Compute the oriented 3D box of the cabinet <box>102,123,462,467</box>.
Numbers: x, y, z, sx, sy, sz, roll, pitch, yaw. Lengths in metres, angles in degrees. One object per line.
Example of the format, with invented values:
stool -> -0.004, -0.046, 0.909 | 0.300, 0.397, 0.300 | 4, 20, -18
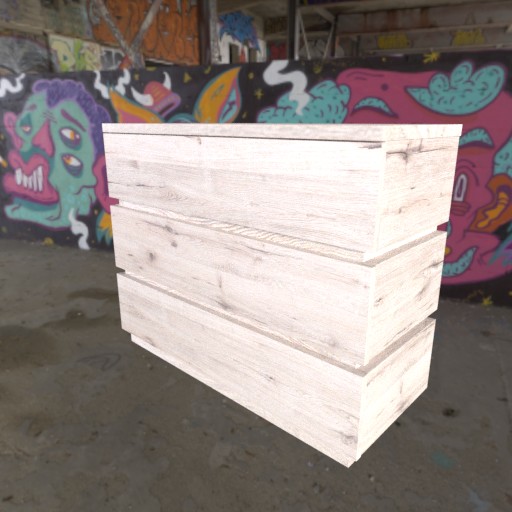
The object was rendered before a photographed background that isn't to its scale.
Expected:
cabinet -> 0.000, 0.000, 1.435 | 1.040, 0.820, 0.420 | 15, 23, 41
